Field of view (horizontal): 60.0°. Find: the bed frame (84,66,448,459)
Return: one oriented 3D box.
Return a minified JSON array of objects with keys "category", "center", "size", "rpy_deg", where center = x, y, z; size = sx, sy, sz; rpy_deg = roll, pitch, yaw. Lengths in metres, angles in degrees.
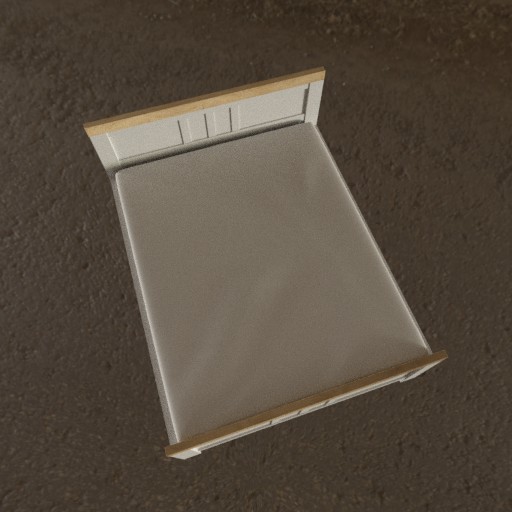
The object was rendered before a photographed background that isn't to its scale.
[{"category":"bed frame","center":[0.000,0.000,2.987],"size":[1.670,0.980,2.050],"rpy_deg":[-17,65,-8]}]
